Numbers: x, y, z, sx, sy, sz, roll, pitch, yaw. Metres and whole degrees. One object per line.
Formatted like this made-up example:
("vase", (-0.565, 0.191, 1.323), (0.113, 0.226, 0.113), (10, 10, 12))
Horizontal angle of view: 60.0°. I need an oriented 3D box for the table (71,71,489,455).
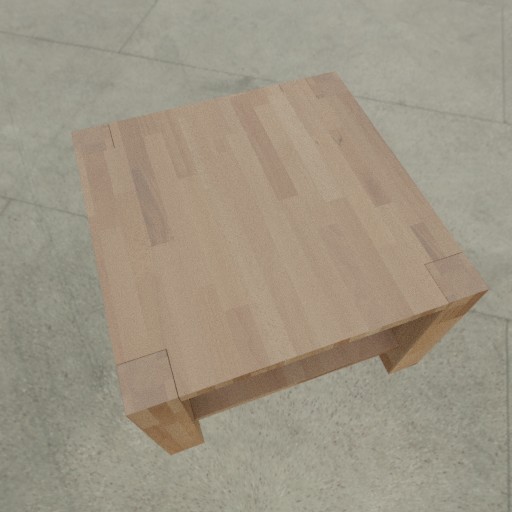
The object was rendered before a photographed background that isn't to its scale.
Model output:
("table", (0.000, 0.000, 1.150), (0.700, 0.451, 0.700), (-17, 60, -10))
